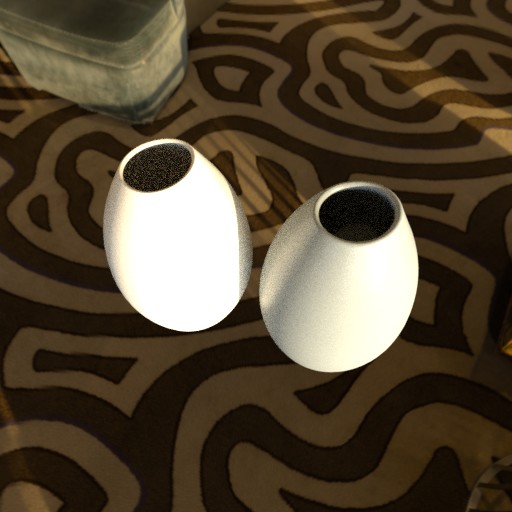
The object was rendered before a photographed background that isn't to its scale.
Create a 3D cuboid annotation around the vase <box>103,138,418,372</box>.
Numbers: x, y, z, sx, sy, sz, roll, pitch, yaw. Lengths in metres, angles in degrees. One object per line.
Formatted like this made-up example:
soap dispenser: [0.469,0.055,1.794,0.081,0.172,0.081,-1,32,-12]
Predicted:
vase: [0.000,0.000,0.259,0.187,0.131,0.089,14,60,8]
